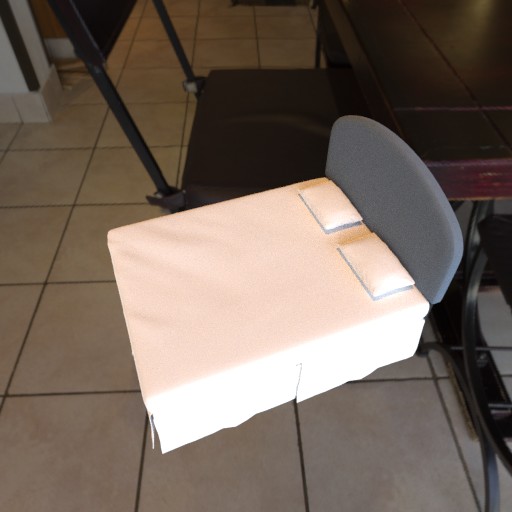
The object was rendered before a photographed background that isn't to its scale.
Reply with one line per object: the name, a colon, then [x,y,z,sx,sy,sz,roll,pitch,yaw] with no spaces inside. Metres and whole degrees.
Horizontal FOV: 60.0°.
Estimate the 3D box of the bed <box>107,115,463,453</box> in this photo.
bed: [0.000,0.000,3.081,2.005,1.410,1.607,-16,49,-14]
